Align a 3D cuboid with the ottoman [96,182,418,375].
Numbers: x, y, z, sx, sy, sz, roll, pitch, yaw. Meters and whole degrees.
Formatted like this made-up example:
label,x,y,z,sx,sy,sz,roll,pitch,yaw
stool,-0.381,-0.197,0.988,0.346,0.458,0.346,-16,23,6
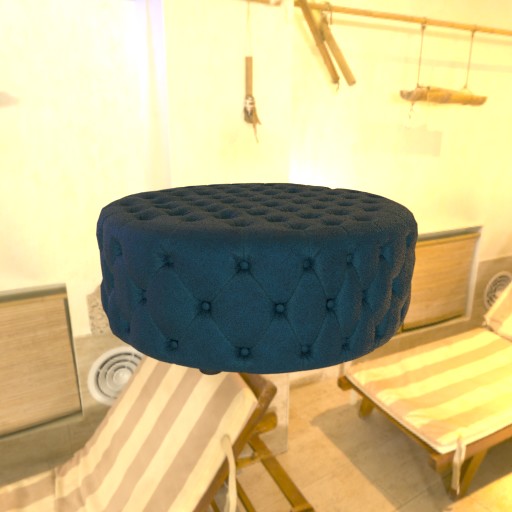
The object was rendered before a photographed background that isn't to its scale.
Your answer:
label,x,y,z,sx,sy,sz,roll,pitch,yaw
ottoman,0.000,0.000,1.481,0.998,0.398,0.998,0,16,0
